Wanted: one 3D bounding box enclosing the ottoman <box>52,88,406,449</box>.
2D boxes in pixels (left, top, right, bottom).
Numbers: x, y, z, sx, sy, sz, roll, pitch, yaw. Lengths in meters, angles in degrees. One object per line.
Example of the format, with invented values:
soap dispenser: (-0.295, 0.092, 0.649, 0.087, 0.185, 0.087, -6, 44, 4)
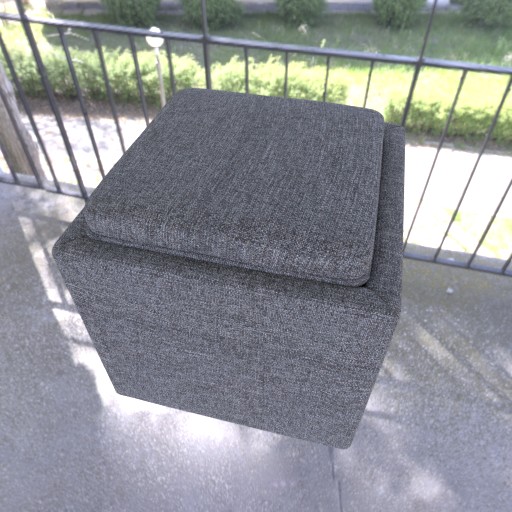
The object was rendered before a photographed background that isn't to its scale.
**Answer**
ottoman: (0.000, 0.000, 0.806, 0.450, 0.460, 0.450, 10, 46, 10)
